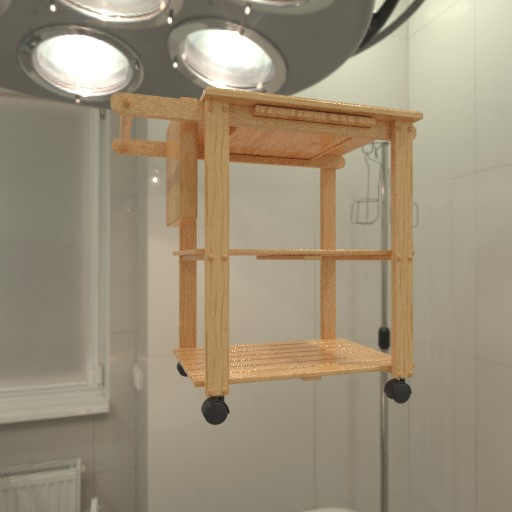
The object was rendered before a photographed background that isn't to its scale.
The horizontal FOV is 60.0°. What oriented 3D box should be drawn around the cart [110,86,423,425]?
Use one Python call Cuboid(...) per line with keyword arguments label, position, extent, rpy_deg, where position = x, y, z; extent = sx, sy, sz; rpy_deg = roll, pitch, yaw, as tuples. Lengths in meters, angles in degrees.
Cuboid(label="cart", position=(0.000, 0.000, 1.354), extent=(0.843, 0.816, 0.520), rpy_deg=(0, 0, -18))
